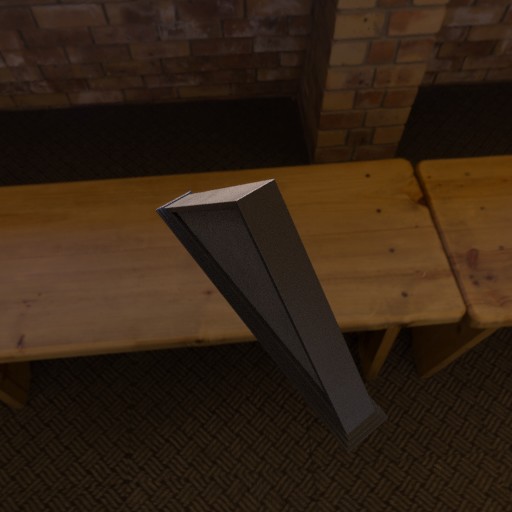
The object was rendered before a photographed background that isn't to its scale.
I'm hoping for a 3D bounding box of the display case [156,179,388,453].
[{"bbox_3d":[0.000,0.000,0.751,0.095,0.340,0.640,-32,63,-19],"label":"display case"}]
